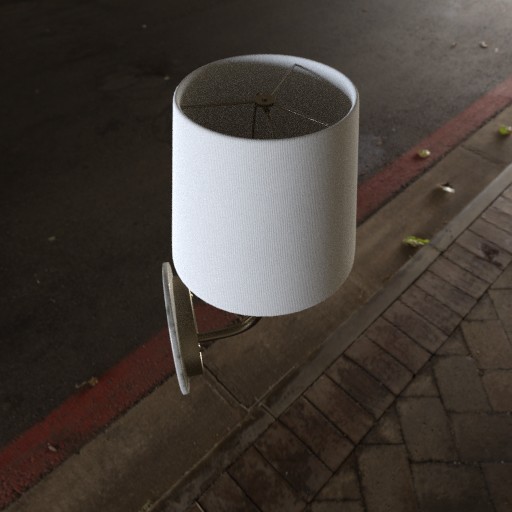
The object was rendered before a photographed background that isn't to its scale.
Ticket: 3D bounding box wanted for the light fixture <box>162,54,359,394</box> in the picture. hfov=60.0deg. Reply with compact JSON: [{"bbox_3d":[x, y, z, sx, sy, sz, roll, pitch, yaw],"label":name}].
[{"bbox_3d":[0.000,0.000,0.434,0.188,0.337,0.168,-9,48,-8],"label":"light fixture"}]
